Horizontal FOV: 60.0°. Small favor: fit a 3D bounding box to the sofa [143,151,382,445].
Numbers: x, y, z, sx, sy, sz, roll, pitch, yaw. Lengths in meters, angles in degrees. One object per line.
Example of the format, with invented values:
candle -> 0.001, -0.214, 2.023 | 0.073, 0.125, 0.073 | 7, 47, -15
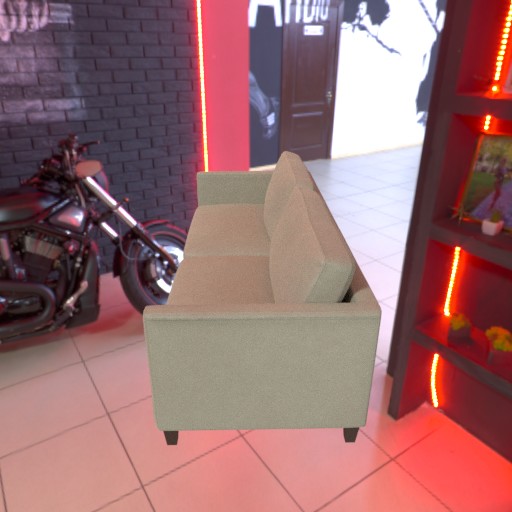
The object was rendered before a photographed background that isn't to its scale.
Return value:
sofa -> 0.000, 0.000, 2.756 | 0.948, 0.932, 2.181 | -1, 25, -1
